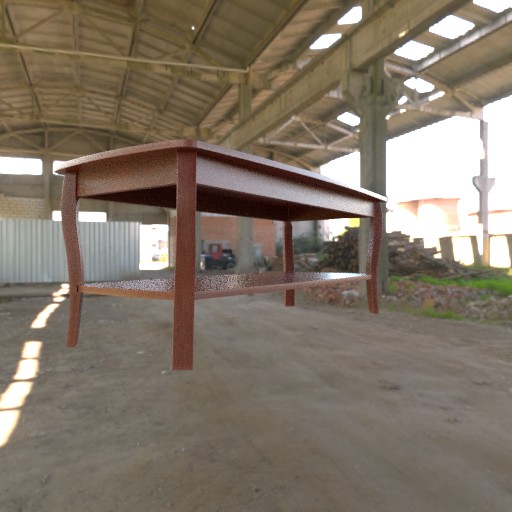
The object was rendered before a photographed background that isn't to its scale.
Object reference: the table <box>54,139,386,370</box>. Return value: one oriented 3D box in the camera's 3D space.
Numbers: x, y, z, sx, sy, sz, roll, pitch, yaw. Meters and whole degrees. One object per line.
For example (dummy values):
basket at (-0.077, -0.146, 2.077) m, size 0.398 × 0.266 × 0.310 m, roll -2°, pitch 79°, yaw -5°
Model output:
table at (0.000, 0.000, 1.502) m, size 0.561 × 0.473 × 1.216 m, roll 0°, pitch 0°, yaw 36°
